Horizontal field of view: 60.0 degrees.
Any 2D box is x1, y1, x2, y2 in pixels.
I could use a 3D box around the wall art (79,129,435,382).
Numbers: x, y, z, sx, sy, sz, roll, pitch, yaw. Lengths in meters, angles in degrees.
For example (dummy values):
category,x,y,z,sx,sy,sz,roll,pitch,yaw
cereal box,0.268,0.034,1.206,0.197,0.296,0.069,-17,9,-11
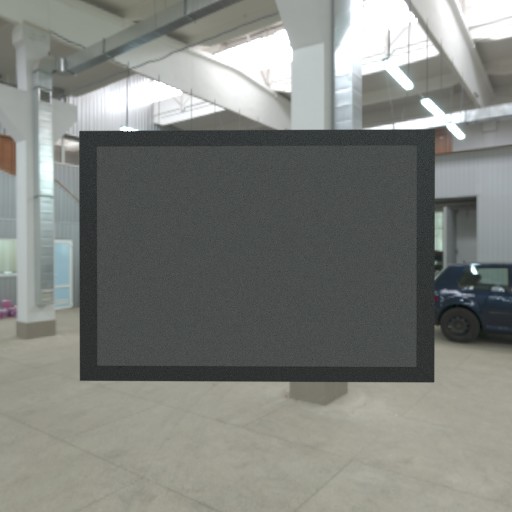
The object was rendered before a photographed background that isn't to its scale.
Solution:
category,x,y,z,sx,sy,sz,roll,pitch,yaw
wall art,0.000,0.000,0.546,0.432,0.306,0.016,0,0,1
